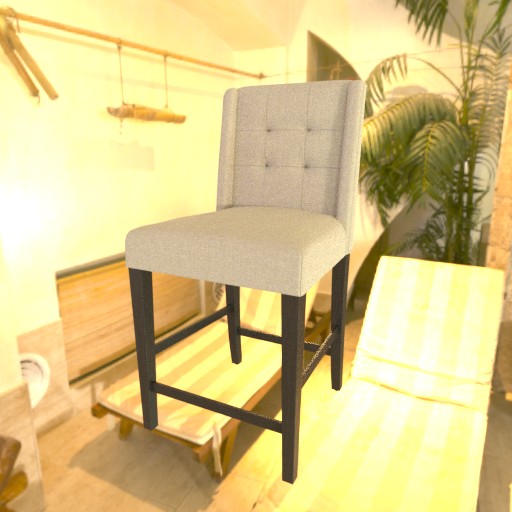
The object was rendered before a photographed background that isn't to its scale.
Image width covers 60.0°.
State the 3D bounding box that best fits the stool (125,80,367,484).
[{"bbox_3d":[0.000,0.000,1.216,0.474,0.939,0.509,8,16,27],"label":"stool"}]
